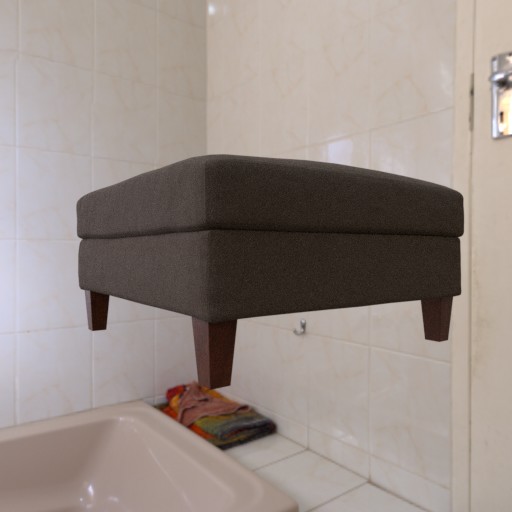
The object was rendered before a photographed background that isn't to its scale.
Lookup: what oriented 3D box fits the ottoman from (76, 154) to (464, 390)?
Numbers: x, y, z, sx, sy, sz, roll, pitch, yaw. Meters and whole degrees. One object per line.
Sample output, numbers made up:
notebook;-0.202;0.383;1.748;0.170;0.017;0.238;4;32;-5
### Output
ottoman;0.000;0.000;1.362;0.861;0.482;0.881;0;1;-36
